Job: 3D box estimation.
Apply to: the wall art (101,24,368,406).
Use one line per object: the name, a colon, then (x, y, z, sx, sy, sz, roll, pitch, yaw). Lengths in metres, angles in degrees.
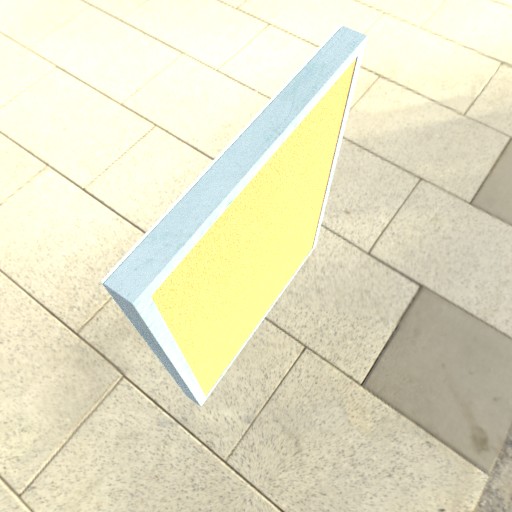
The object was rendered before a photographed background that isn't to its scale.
wall art: (0.000, 0.000, 0.670, 0.037, 0.509, 0.409, 31, 67, 15)
